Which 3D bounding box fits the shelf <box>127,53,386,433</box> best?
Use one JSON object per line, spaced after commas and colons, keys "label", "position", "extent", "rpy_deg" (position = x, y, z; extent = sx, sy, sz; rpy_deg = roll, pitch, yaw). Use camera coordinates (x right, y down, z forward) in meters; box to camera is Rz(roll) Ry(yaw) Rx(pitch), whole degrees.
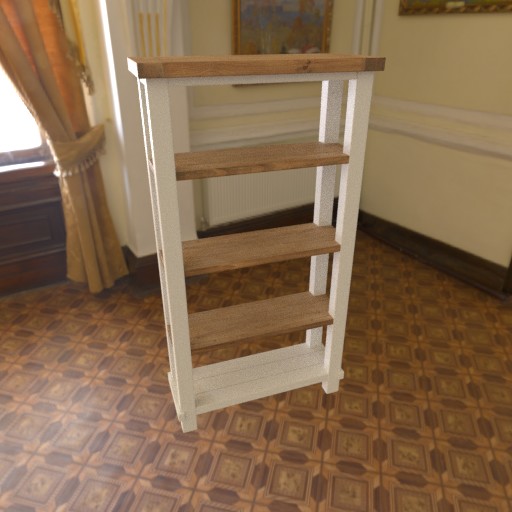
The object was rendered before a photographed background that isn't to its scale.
{"label": "shelf", "position": [0.000, 0.000, 2.292], "extent": [1.022, 1.878, 0.381], "rpy_deg": [-9, 29, -17]}
